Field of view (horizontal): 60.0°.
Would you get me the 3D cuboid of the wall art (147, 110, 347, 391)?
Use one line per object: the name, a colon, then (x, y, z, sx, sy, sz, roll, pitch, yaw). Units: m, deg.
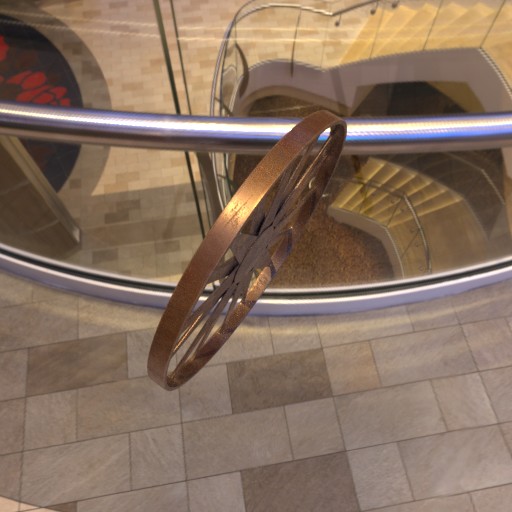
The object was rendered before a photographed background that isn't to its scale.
wall art: (0.000, 0.000, 0.849, 0.084, 0.583, 0.582, 31, 67, 15)
